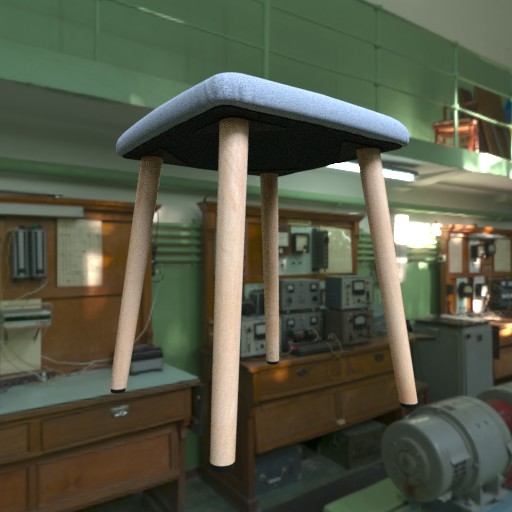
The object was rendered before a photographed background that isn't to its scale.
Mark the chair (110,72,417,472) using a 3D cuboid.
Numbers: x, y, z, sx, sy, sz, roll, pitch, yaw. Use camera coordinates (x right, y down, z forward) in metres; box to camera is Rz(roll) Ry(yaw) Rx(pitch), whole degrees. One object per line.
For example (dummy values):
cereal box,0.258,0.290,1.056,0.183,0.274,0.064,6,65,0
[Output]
chair,0.000,0.000,0.682,0.350,0.440,0.350,0,0,-36
